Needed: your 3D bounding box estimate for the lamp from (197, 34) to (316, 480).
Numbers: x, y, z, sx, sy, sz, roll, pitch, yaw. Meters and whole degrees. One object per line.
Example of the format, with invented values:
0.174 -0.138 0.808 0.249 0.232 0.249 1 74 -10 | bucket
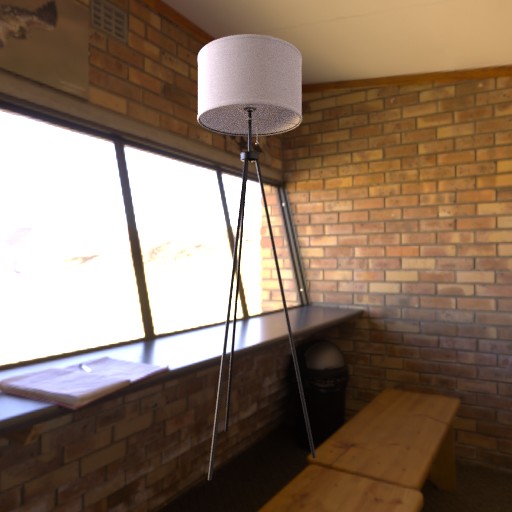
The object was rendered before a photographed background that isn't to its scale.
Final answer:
0.000 0.000 1.750 0.458 1.545 0.448 0 -1 0 | lamp
